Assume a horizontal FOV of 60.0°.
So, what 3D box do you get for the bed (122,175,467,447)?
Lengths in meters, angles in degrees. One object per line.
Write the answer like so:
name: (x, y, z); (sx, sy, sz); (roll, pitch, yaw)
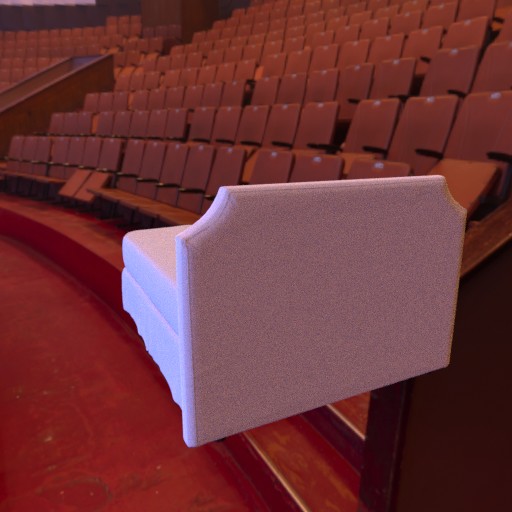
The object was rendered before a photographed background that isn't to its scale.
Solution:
bed: (0.000, 0.000, 3.326); (1.828, 1.297, 2.164); (-7, 17, -26)
